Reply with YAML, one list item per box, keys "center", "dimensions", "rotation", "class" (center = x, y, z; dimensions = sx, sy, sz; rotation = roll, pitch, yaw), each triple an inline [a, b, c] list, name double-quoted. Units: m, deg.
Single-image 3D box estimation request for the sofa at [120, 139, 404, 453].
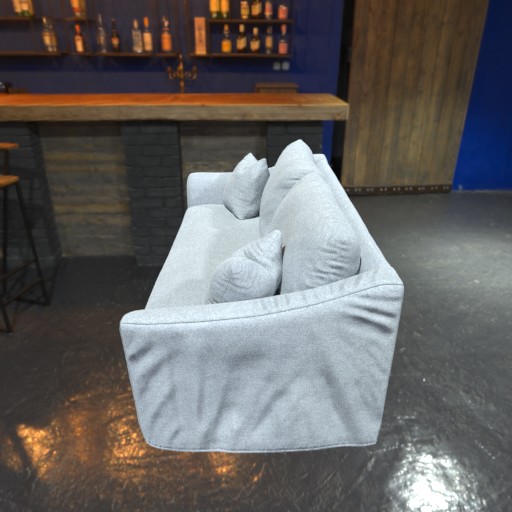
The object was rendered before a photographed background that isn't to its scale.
- center: [0.000, 0.000, 2.598]
  dimensions: [1.072, 1.018, 2.010]
  rotation: [0, 26, 0]
  class: "sofa"
